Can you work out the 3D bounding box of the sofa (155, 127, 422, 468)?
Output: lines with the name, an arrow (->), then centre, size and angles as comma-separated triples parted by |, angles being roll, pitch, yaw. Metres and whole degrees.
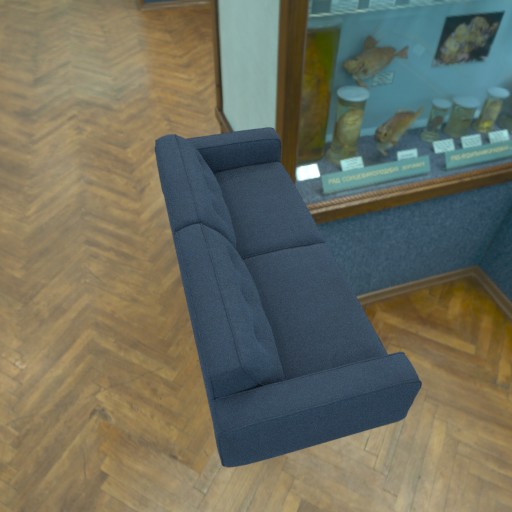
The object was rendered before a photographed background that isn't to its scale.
sofa -> 0.000, 0.000, 2.752 | 0.953, 0.782, 2.270 | -11, 48, -11
